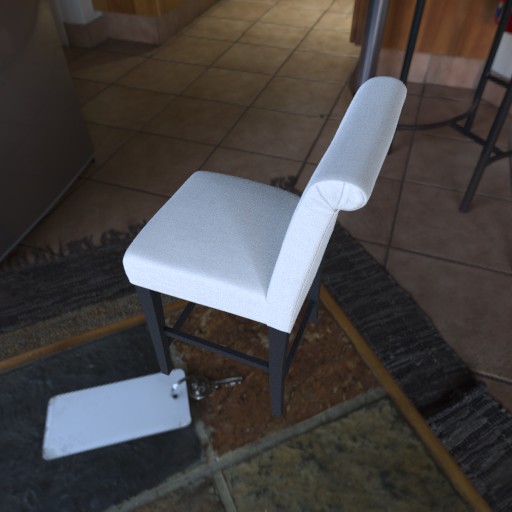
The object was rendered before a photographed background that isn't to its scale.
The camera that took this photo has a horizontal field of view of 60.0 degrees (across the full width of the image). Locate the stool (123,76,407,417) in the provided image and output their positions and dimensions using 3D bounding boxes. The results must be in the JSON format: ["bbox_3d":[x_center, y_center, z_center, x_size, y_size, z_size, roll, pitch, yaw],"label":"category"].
[{"bbox_3d":[0.000,0.000,1.302,0.597,0.976,0.452,16,48,15],"label":"stool"}]
